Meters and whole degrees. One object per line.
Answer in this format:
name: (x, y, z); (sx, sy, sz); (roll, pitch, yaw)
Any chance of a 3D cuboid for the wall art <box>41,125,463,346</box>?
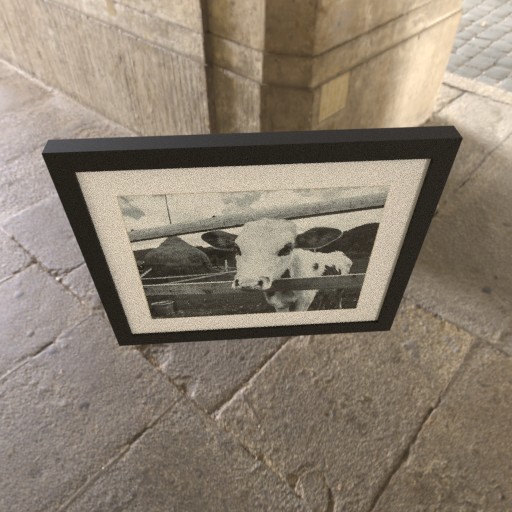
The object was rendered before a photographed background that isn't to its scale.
wall art: (0.000, 0.000, 0.550); (0.404, 0.329, 0.024); (-3, 46, -3)
